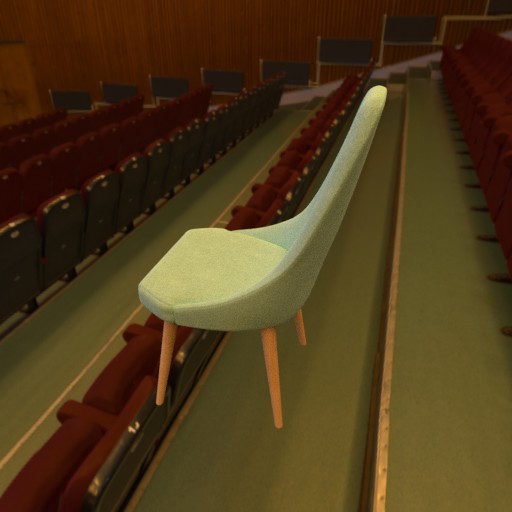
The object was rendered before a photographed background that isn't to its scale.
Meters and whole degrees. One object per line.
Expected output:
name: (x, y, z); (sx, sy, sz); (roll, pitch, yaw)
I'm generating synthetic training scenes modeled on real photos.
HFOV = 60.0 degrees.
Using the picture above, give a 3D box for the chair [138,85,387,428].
chair: (0.000, 0.000, 1.418); (0.660, 1.040, 0.510); (9, 32, 14)
